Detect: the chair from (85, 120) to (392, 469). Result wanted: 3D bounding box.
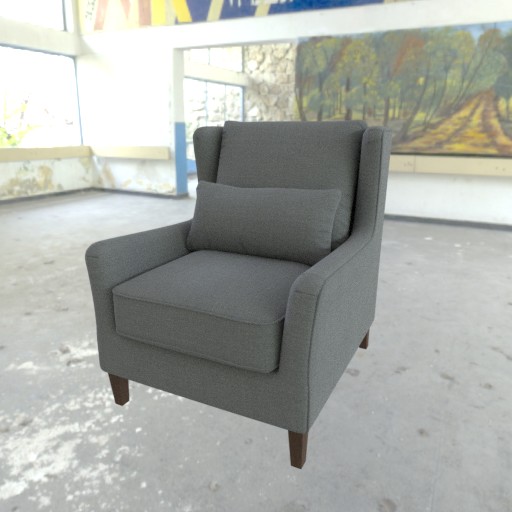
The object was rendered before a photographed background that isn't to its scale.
[{"bbox_3d":[0.000,0.000,1.783,0.866,1.056,1.040,8,18,26],"label":"chair"}]
